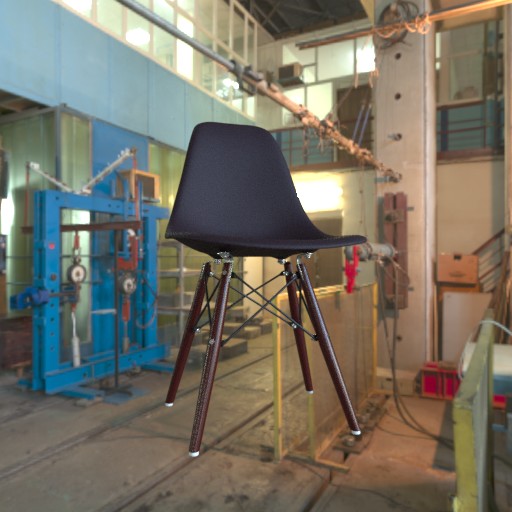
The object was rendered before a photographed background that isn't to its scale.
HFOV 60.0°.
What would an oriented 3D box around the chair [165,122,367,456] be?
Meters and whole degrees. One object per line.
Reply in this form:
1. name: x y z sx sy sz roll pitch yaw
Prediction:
1. chair: 0.000 0.000 1.144 0.470 0.826 0.533 0 0 -18
